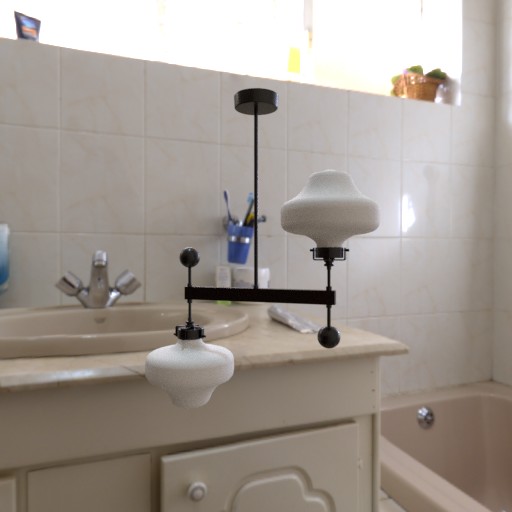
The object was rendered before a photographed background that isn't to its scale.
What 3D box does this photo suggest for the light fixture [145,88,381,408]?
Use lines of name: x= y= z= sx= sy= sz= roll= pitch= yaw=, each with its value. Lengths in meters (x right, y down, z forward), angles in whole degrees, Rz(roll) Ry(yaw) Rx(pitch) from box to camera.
light fixture: x=0.000 y=0.000 z=1.031 sx=0.489 sy=0.743 sz=0.422 roll=0 pitch=1 yaw=-18
